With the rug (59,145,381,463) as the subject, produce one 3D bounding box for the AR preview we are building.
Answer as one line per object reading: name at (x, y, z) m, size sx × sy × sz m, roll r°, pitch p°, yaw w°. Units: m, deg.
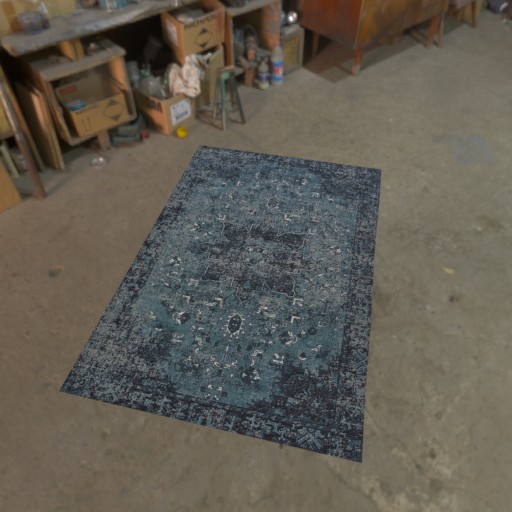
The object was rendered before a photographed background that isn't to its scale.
rug at (0.000, 0.000, 2.314) m, size 1.219 × 0.005 × 1.828 m, roll 10°, pitch 48°, yaw 9°
